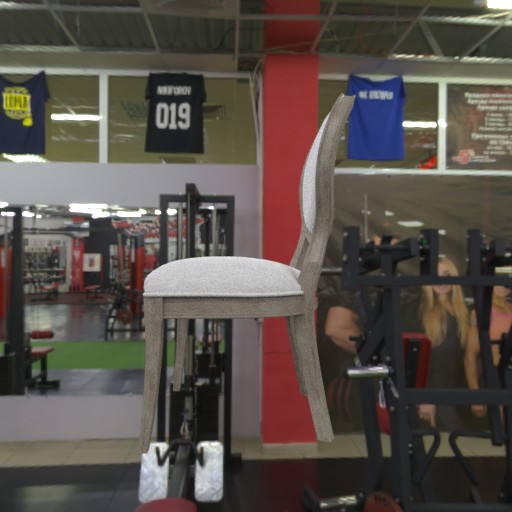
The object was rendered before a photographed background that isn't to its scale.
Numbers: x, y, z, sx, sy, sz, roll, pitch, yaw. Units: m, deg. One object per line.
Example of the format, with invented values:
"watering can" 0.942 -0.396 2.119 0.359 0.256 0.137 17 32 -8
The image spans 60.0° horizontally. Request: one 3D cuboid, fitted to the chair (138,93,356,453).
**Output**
"chair" 0.000 0.000 1.381 0.602 0.990 0.558 0 0 -1
